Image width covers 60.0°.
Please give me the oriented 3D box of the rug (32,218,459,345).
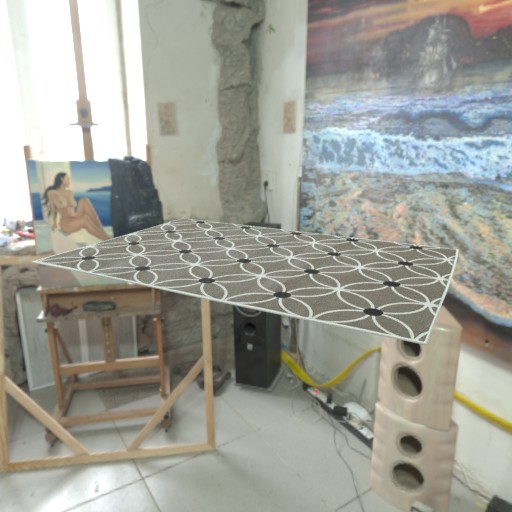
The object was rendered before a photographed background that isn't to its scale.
[{"bbox_3d":[0.000,0.000,2.822,2.284,0.008,1.522,8,18,27],"label":"rug"}]
